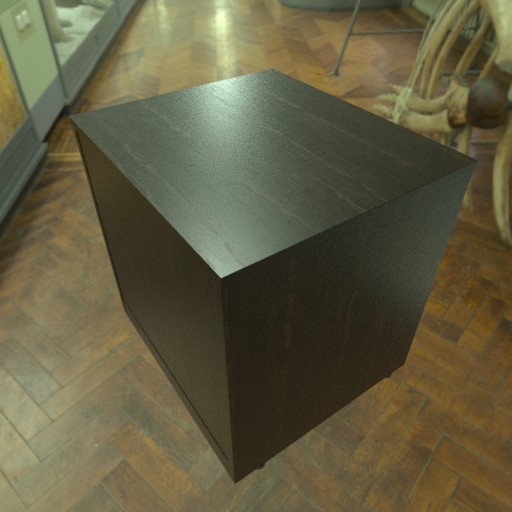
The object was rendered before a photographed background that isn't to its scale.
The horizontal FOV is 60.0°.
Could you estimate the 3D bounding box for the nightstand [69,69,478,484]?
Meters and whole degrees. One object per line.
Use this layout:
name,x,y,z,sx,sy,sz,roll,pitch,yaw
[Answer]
nightstand,0.000,0.000,0.844,0.427,0.487,0.489,-24,46,-26
